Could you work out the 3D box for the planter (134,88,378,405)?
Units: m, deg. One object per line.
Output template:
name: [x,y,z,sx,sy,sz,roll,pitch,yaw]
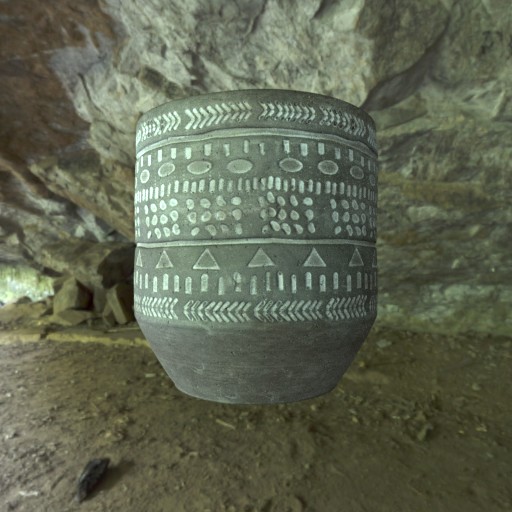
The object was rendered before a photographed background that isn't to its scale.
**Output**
planter: [0.000,0.000,0.268,0.142,0.149,0.142,0,-1,0]
